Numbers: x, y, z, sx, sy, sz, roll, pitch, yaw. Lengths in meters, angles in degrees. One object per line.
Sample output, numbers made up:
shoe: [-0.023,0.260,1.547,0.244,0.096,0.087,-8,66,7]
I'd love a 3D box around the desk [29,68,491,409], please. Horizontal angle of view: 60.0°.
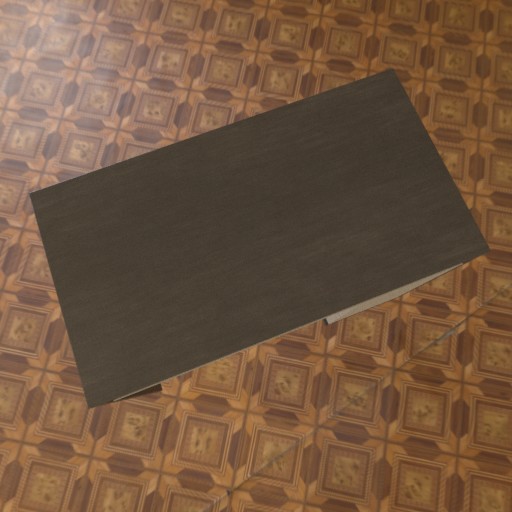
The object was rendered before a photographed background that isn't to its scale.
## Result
desk: [0.000,0.000,1.553,1.100,0.750,0.600,-20,77,-5]
